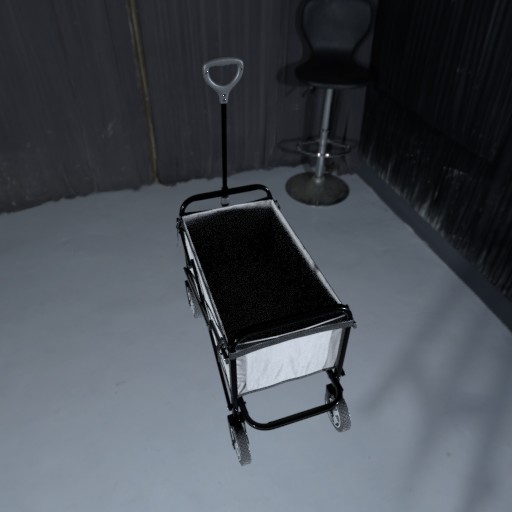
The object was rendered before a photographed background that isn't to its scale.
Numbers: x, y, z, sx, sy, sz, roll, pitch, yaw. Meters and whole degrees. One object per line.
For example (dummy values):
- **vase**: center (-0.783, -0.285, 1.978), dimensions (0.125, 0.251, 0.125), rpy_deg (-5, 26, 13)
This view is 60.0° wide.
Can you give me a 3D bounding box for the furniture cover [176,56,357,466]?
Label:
- **furniture cover**: center (0.000, 0.000, 1.758), dimensions (0.532, 1.295, 1.038), rpy_deg (-13, 42, -14)
